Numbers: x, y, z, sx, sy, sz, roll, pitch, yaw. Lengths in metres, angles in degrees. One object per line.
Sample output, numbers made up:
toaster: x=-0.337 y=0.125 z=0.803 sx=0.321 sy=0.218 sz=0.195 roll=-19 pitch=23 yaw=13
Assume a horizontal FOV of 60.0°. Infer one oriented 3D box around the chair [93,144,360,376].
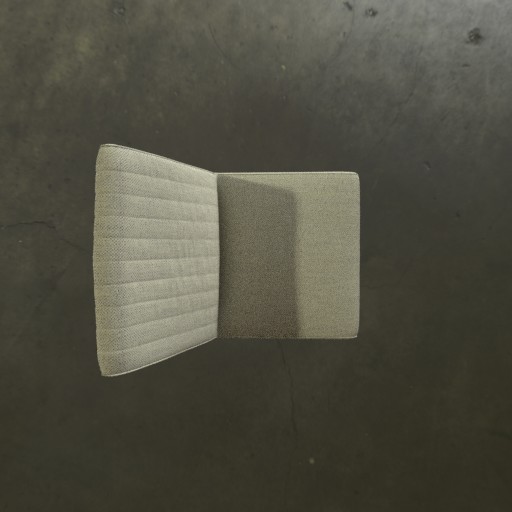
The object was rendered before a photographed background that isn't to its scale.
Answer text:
chair: x=0.000 y=0.000 z=1.230 sx=0.594 sy=0.900 sz=0.480 roll=0 pitch=91 yaw=0
